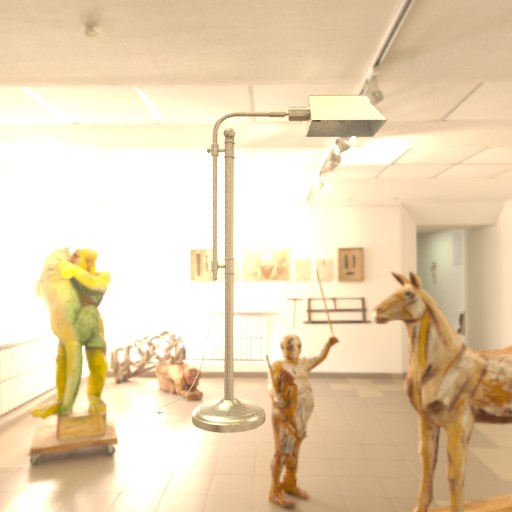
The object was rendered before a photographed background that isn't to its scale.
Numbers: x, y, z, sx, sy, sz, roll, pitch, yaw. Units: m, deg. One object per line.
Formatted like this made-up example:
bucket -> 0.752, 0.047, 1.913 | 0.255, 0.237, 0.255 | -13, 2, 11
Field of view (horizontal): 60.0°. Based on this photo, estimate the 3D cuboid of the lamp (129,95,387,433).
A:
lamp -> 0.000, 0.000, 0.968 | 0.546, 0.708, 0.159 | 0, -2, 1
